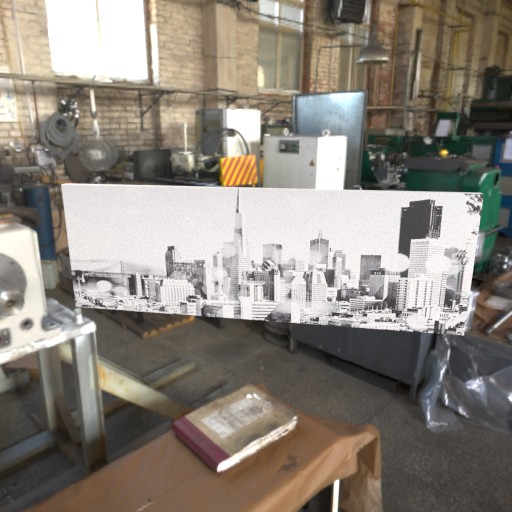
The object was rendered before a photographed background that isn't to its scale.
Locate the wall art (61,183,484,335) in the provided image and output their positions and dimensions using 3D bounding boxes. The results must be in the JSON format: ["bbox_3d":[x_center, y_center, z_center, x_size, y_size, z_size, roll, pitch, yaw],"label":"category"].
[{"bbox_3d":[0.000,0.000,1.665,1.520,0.507,0.039,3,16,10],"label":"wall art"}]
